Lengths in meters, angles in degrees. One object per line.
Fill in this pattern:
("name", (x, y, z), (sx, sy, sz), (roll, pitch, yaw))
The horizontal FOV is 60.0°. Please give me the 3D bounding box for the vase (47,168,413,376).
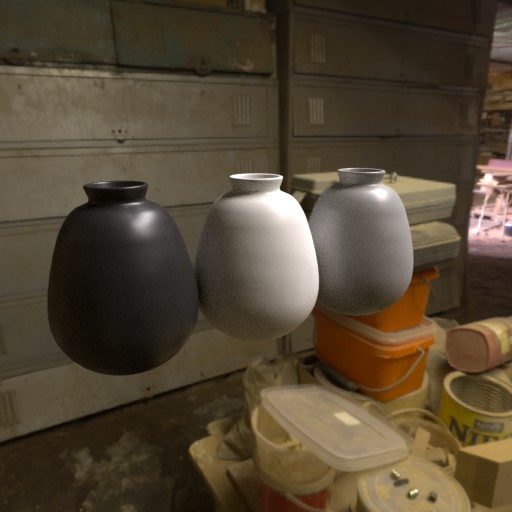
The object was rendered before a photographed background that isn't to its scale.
("vase", (0.000, 0.000, 0.341), (0.297, 0.122, 0.097), (-9, 18, -27))
